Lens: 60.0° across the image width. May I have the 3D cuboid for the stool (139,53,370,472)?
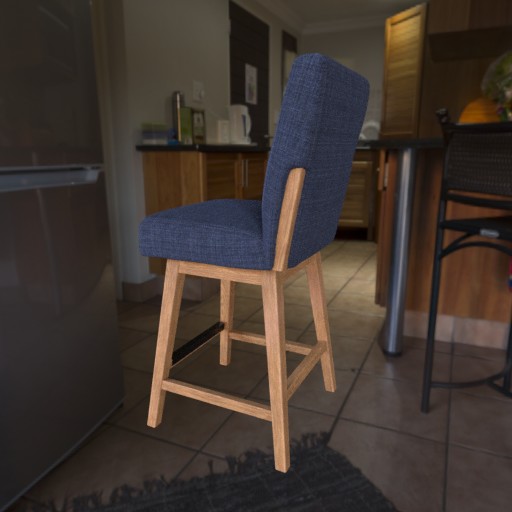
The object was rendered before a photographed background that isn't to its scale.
[{"bbox_3d":[0.000,0.000,1.306,0.526,1.010,0.459,7,16,25],"label":"stool"}]
